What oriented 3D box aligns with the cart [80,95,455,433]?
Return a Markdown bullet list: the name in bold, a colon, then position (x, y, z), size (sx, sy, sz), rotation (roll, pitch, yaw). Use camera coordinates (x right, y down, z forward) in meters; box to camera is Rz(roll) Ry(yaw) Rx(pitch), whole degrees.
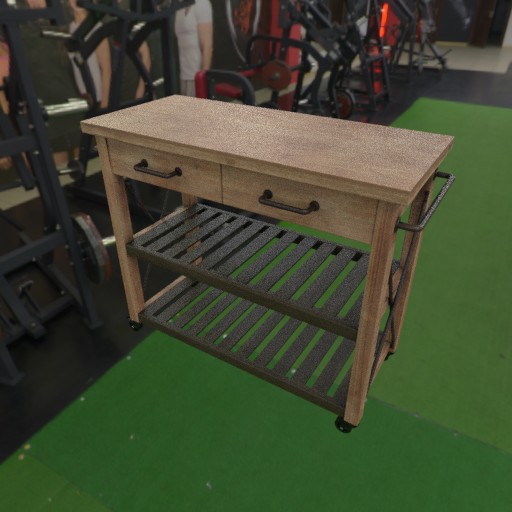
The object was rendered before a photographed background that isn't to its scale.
- **cart**: position (0.000, 0.000, 0.970), size (0.686, 0.554, 0.298), rotation (18, 36, 27)
